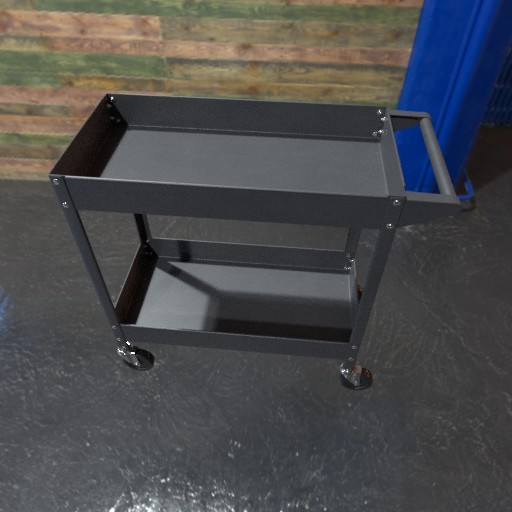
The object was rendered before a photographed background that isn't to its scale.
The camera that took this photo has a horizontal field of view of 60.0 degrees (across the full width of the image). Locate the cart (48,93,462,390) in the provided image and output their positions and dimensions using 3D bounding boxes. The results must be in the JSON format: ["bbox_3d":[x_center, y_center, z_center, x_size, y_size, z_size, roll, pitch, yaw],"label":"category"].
[{"bbox_3d":[0.000,0.000,1.187,0.779,0.719,0.366,4,46,4],"label":"cart"}]
